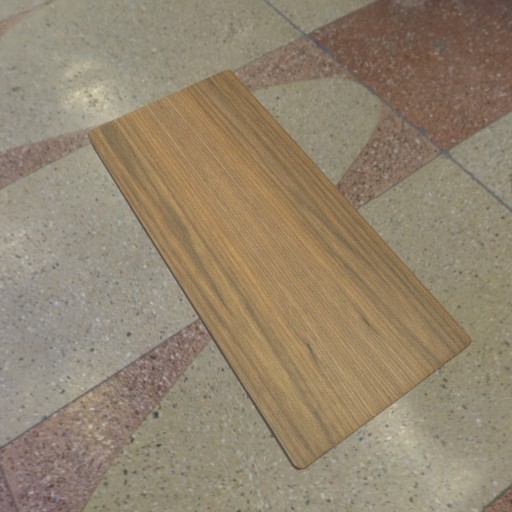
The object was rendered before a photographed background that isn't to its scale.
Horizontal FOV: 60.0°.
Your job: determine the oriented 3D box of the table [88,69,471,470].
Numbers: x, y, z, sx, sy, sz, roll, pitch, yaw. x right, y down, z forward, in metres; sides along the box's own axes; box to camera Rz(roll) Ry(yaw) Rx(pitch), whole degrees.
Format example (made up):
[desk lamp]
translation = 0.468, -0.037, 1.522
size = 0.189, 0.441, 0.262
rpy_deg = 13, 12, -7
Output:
[table]
translation = 0.000, 0.000, 1.688
size = 0.637, 0.468, 1.375
rpy_deg = -30, 67, -14
